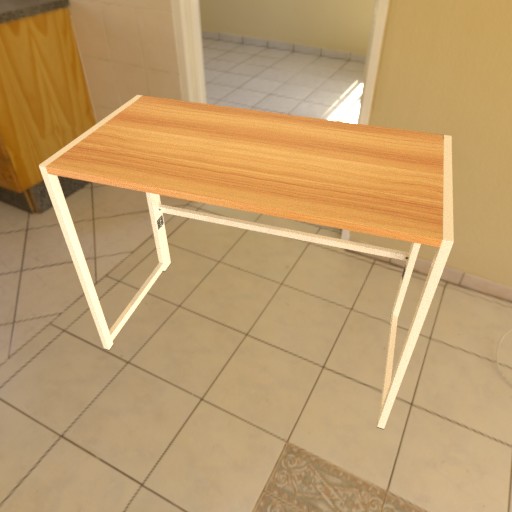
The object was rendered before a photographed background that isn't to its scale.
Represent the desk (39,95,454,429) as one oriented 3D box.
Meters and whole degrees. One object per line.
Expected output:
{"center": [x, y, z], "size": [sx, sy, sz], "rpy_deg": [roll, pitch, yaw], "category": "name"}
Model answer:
{"center": [0.000, 0.000, 1.452], "size": [1.016, 0.762, 0.508], "rpy_deg": [12, 42, 14], "category": "desk"}
